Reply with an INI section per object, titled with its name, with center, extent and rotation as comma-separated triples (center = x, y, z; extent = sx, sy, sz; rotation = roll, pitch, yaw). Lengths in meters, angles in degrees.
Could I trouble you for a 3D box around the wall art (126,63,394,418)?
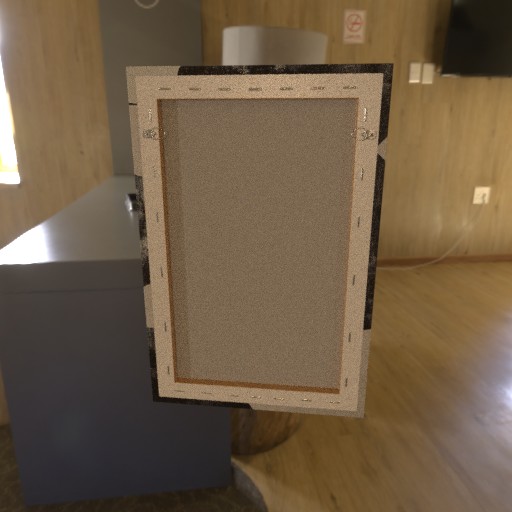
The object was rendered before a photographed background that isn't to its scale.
[wall art]
center = 0.000, 0.000, 1.154
extent = 0.610, 0.915, 0.041
rotation = 2, 17, 7
